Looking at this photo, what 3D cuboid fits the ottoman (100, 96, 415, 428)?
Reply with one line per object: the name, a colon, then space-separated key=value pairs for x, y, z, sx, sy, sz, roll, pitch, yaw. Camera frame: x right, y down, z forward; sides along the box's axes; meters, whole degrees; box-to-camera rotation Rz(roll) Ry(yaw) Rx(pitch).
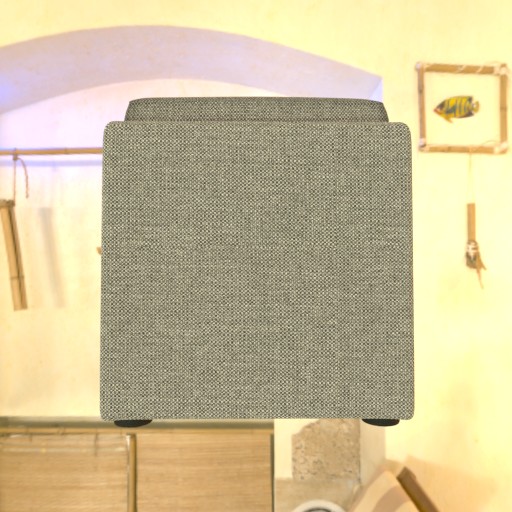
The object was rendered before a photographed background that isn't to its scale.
ottoman: x=0.000 y=0.000 z=0.834 sx=0.436 sy=0.487 sz=0.454 roll=0 pitch=-2 yaw=-1
